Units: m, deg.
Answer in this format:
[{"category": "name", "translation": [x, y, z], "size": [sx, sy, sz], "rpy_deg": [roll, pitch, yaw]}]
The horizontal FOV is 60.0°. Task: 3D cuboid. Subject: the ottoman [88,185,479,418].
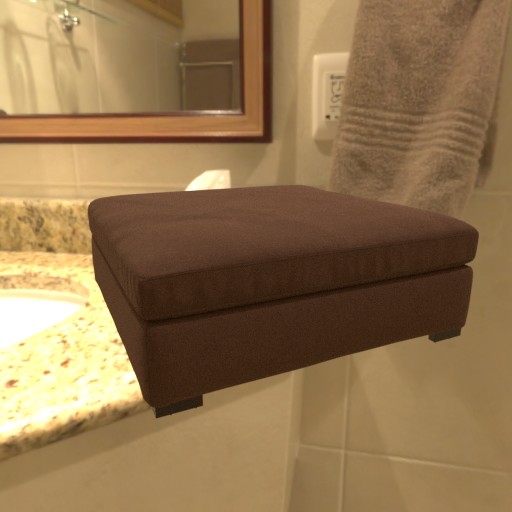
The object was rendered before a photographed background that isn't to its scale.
[{"category": "ottoman", "translation": [0.000, 0.000, 1.818], "size": [1.181, 0.470, 1.181], "rpy_deg": [-7, 17, -25]}]
